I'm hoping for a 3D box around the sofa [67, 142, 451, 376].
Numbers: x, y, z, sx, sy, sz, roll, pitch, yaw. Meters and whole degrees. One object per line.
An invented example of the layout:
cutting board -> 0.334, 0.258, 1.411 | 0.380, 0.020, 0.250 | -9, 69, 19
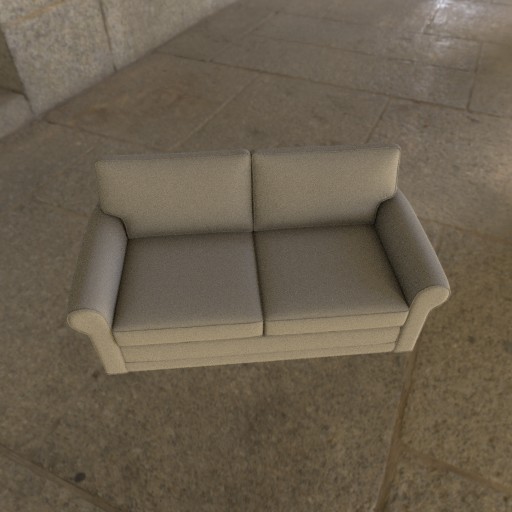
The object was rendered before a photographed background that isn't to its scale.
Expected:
sofa -> 0.000, 0.000, 2.511 | 1.930, 0.952, 0.940 | -4, 45, -4
